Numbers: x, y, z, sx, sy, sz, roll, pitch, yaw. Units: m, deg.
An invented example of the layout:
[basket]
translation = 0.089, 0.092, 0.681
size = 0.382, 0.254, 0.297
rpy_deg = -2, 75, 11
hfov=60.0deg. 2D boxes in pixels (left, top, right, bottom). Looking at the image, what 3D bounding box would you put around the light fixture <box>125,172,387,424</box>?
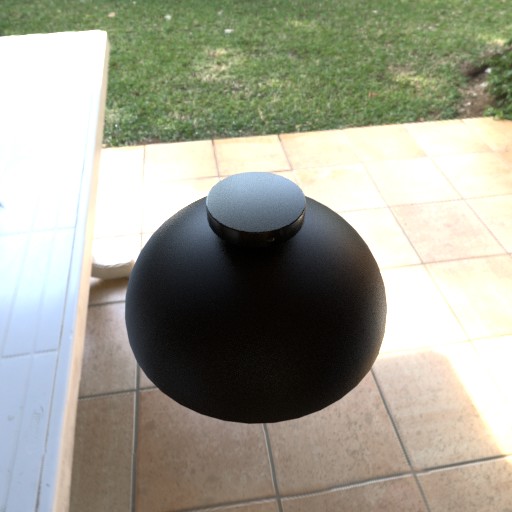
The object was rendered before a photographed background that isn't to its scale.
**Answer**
[light fixture]
translation = 0.000, 0.000, 0.559
size = 0.355, 0.177, 0.355
rpy_deg = 0, 44, 0
